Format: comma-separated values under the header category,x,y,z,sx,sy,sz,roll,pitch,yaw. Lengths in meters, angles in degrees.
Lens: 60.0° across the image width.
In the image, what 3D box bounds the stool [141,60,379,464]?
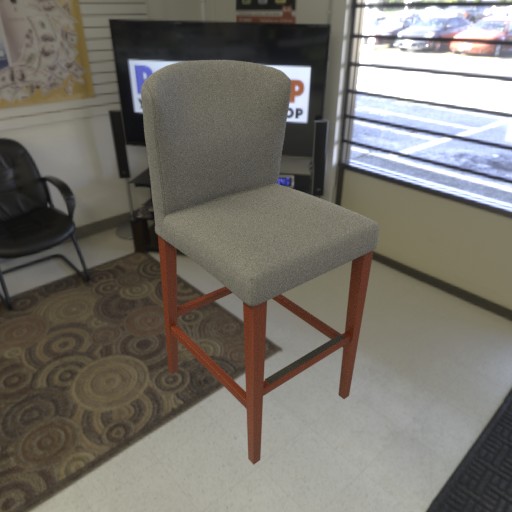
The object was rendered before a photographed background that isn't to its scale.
category,x,y,z,sx,sy,sz,roll,pitch,yaw
stool,0.000,0.000,1.365,0.481,1.069,0.568,-22,36,-33
